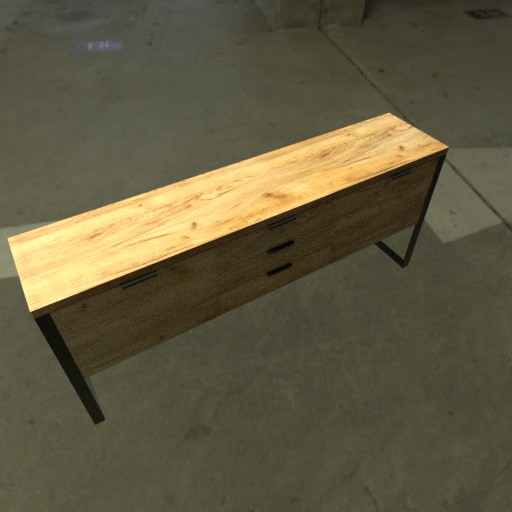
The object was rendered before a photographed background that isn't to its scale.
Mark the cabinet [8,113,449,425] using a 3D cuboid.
[{"bbox_3d":[0.000,0.000,2.035,1.800,0.762,0.395,-23,49,-22],"label":"cabinet"}]
